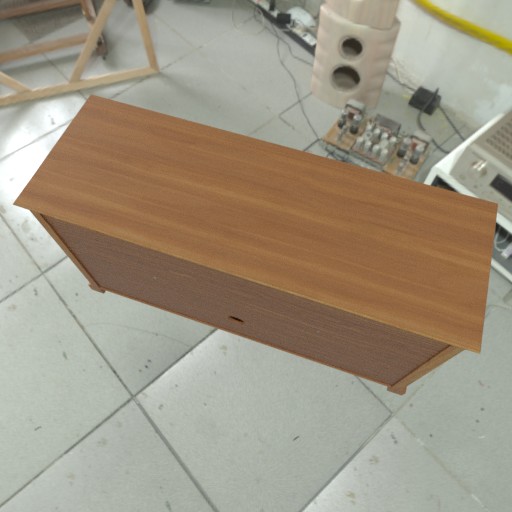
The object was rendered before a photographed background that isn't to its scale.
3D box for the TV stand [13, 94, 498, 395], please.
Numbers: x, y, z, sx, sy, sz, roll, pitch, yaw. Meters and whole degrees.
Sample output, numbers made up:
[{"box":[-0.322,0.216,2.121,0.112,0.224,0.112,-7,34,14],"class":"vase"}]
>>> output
[{"box":[0.000,0.000,1.404,1.181,0.607,0.417,17,64,9],"class":"TV stand"}]
